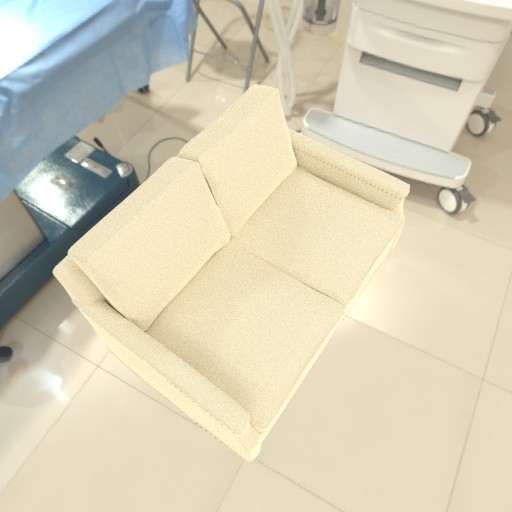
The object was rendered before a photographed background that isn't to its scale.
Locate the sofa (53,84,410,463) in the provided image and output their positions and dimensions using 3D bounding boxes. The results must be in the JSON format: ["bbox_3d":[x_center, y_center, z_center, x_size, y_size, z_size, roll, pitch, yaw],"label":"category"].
[{"bbox_3d":[0.000,0.000,2.327,1.084,1.003,1.597,31,62,18],"label":"sofa"}]
